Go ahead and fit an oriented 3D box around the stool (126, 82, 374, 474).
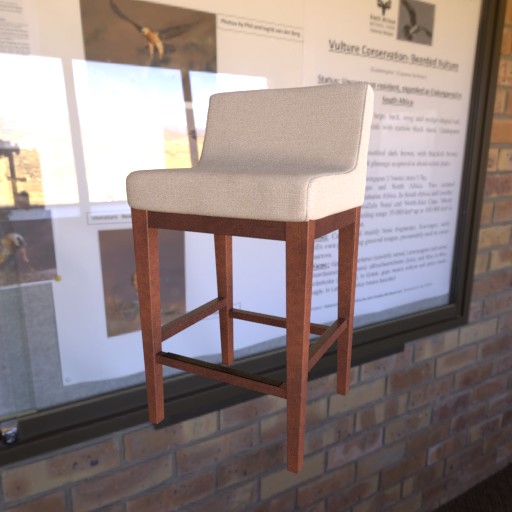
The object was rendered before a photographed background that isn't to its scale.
[{"bbox_3d":[0.000,0.000,1.250,0.511,0.937,0.500,7,15,27],"label":"stool"}]
